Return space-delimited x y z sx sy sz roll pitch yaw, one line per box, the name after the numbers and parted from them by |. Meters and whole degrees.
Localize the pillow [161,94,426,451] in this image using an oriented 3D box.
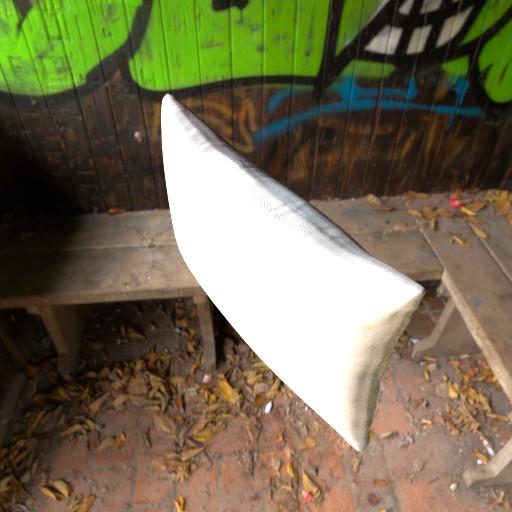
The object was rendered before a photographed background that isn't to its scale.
0.000 0.000 0.629 0.139 0.305 0.506 -24 47 -25 | pillow
